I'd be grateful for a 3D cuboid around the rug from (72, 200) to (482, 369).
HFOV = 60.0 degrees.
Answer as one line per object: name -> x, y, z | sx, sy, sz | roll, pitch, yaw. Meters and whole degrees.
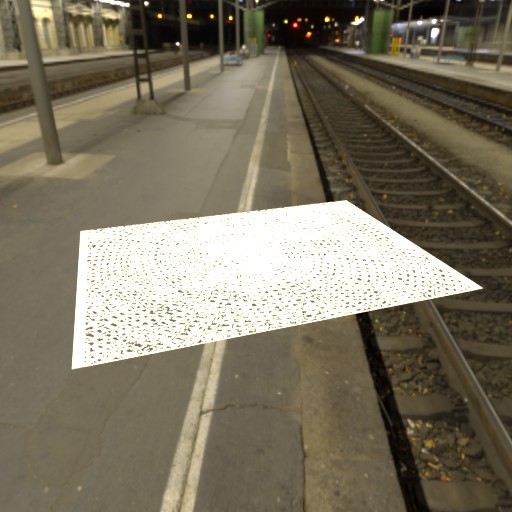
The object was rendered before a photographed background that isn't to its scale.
rug -> 0.000, 0.000, 2.156 | 1.634, 0.003, 1.190 | -8, 27, -16
